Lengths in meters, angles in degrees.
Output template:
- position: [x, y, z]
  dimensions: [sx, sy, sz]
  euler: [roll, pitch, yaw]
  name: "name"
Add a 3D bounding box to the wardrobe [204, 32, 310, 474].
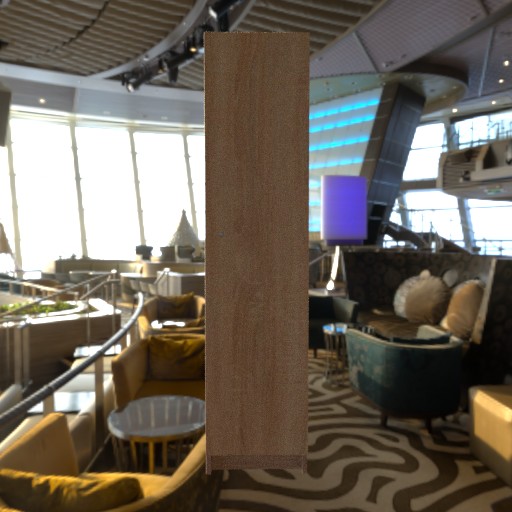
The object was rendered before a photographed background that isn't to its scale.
- position: [0.000, 0.000, 2.405]
  dimensions: [0.496, 2.117, 0.588]
  euler: [0, 2, -1]
  name: "wardrobe"
